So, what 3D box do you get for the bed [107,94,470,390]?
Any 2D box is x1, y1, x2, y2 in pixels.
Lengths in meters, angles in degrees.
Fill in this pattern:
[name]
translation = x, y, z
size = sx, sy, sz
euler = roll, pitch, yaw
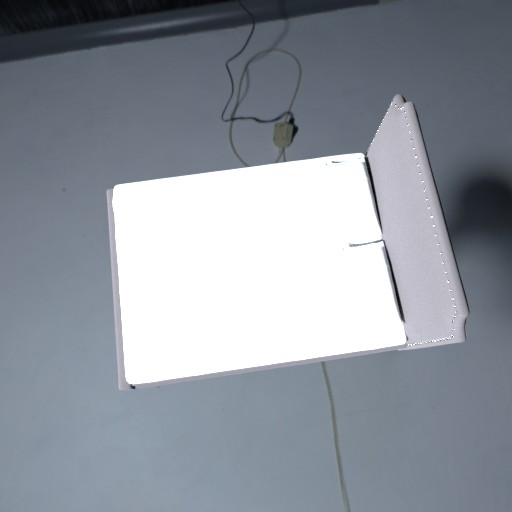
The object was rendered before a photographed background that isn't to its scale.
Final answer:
[bed]
translation = 0.000, 0.000, 3.393
size = 2.372, 1.443, 1.713
euler = -8, 75, -2
